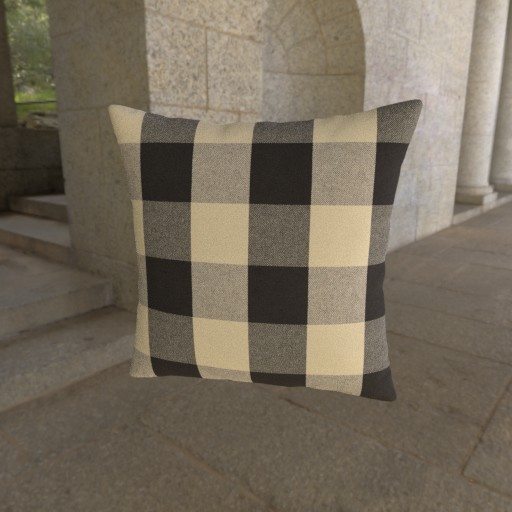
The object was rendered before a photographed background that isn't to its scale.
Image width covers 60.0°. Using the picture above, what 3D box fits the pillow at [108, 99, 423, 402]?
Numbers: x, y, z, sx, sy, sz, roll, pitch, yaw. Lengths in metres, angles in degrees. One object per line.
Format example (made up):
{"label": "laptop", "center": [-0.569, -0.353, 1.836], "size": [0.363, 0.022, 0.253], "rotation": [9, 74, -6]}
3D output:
{"label": "pillow", "center": [0.000, 0.000, 0.772], "size": [0.511, 0.509, 0.161], "rotation": [3, 14, 10]}
